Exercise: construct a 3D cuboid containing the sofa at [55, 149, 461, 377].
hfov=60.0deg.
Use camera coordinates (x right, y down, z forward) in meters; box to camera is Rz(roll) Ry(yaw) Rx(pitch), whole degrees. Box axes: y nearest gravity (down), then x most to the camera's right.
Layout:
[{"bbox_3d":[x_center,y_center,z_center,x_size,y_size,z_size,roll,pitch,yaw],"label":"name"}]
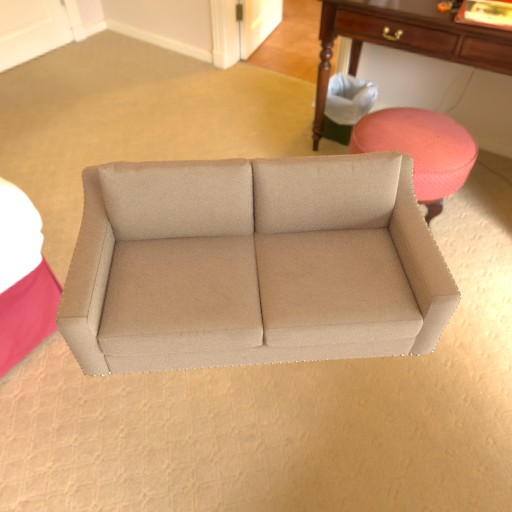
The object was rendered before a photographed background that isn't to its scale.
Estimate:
[{"bbox_3d":[0.000,0.000,2.529,1.967,0.901,1.030,-3,47,-3],"label":"sofa"}]
